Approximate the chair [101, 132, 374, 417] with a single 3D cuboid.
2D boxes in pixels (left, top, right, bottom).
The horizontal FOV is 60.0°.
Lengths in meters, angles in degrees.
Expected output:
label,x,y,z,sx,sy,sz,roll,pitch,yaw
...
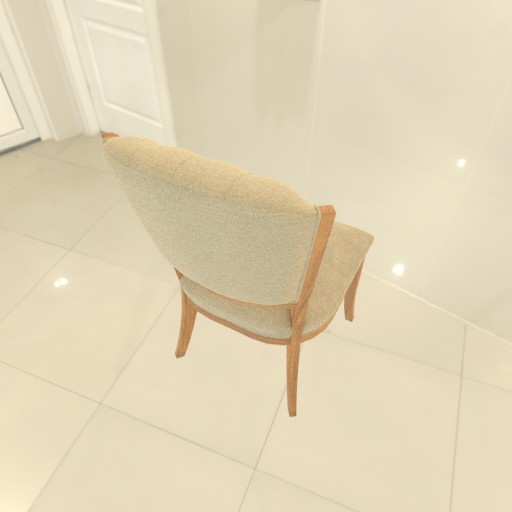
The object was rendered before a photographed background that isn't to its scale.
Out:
label,x,y,z,sx,sy,sz,roll,pitch,yaw
chair,0.000,0.000,1.211,0.513,0.905,0.584,22,50,19
